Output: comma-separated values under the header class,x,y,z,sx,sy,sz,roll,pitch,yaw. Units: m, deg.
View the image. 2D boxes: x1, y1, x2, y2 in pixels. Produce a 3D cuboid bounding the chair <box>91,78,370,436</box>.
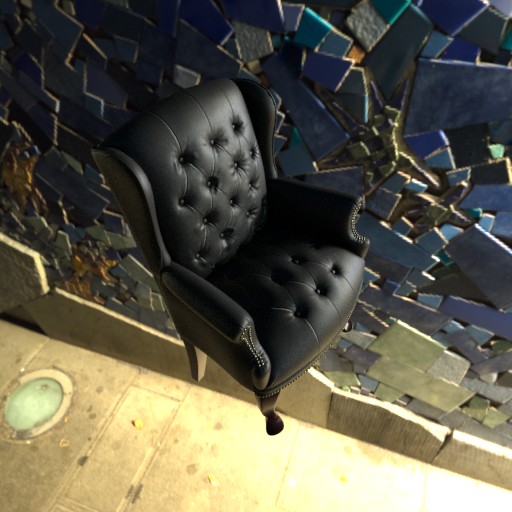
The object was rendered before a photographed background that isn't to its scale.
class,x,y,z,sx,sy,sz,roll,pitch,yaw
chair,0.000,0.000,1.682,0.762,1.111,0.838,26,48,25
